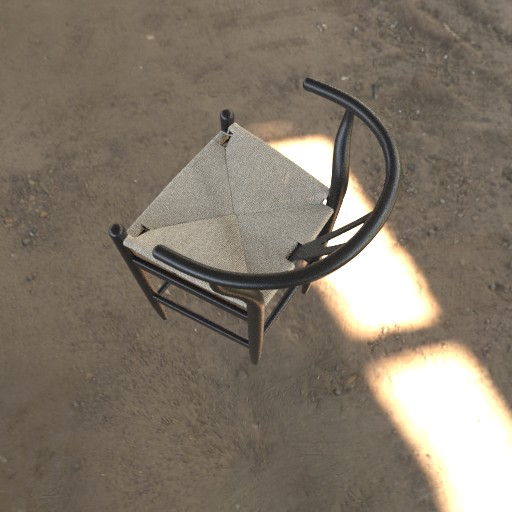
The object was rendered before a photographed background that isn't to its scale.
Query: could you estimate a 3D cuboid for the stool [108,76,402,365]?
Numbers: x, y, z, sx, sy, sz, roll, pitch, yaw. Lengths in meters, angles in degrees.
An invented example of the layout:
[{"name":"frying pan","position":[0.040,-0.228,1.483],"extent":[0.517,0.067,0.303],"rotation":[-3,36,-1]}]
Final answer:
[{"name":"stool","position":[0.000,0.000,1.319],"extent":[0.579,0.970,0.569],"rotation":[32,68,15]}]
